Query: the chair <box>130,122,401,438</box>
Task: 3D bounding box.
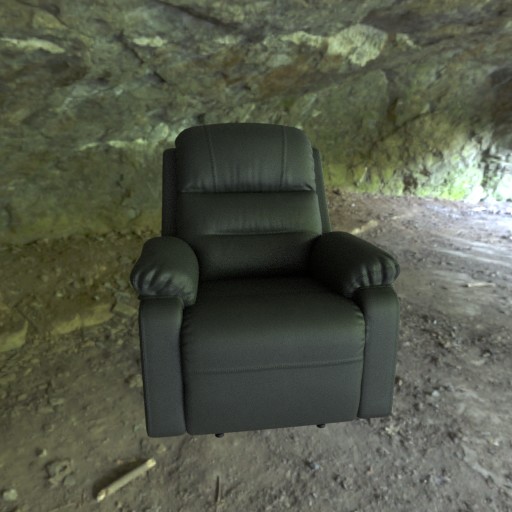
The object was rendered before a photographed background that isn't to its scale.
[{"bbox_3d":[0.000,0.000,1.683,0.855,0.992,0.919,-2,15,-8],"label":"chair"}]
